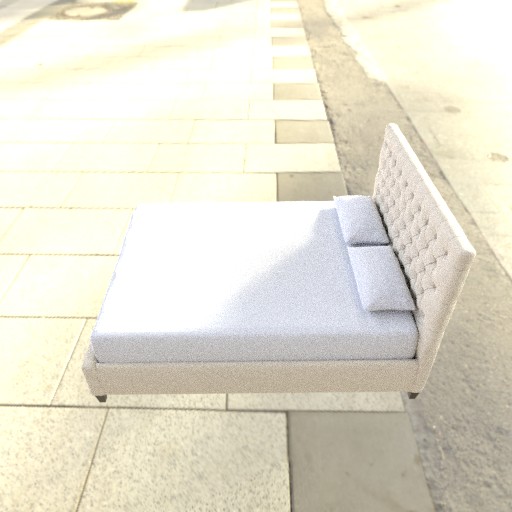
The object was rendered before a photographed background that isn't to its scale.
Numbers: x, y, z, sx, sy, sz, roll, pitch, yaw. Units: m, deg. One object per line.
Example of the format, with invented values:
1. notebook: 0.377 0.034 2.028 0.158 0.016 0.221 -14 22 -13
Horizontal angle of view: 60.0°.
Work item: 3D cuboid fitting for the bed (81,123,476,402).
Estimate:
1. bed: 0.000 0.000 3.440 2.387 1.427 1.698 -1 40 -1
